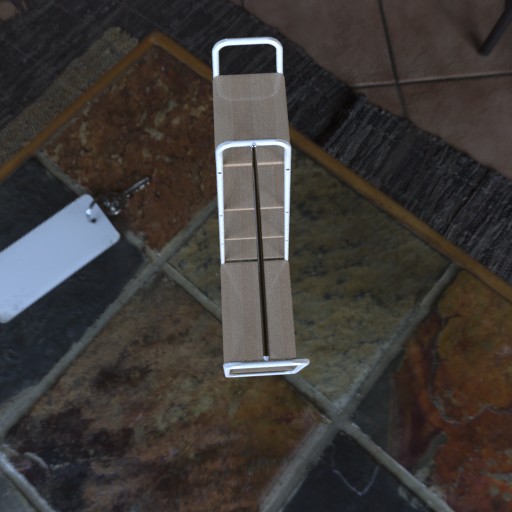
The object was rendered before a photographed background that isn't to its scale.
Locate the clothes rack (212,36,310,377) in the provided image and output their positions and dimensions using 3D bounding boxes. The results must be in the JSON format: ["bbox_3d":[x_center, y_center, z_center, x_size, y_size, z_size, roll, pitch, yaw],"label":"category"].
[{"bbox_3d":[0.000,0.000,1.973,0.400,1.500,1.011,-3,74,-1],"label":"clothes rack"}]
